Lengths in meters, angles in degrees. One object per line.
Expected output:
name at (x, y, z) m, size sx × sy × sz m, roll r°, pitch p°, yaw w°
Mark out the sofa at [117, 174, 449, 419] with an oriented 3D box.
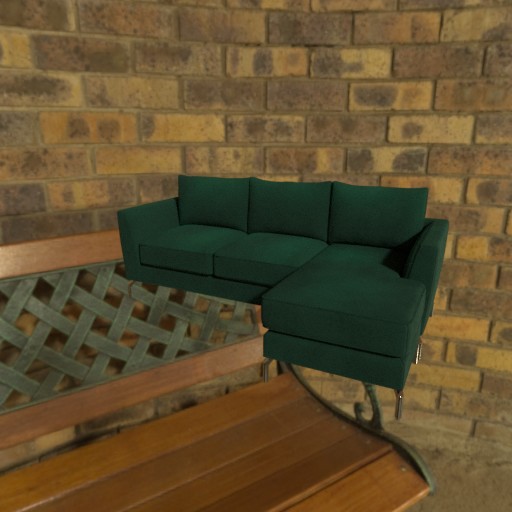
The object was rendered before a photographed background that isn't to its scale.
sofa at (0.000, 0.000, 3.204) m, size 2.441 × 1.007 × 1.489 m, roll 8°, pitch 18°, yaw 26°
